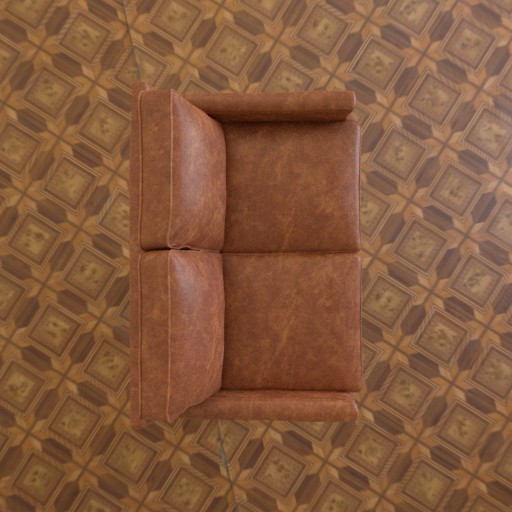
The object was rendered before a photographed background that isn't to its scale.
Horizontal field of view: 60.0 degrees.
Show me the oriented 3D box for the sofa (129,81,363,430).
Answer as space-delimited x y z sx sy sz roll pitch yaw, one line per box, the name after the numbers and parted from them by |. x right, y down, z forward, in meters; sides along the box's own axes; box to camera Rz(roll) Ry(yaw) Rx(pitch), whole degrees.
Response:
0.000 0.000 2.243 1.084 1.003 1.597 0 89 1 | sofa
